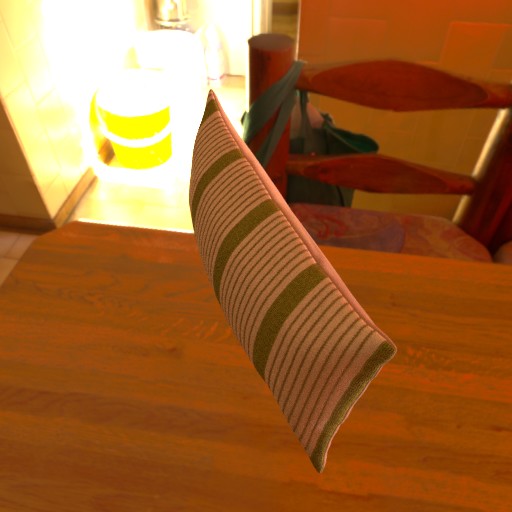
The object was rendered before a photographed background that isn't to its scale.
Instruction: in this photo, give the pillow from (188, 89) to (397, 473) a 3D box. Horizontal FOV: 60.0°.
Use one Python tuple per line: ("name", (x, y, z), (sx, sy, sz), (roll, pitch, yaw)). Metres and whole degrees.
("pillow", (0.000, 0.000, 0.728), (0.156, 0.292, 0.608), (-16, 48, -15))
